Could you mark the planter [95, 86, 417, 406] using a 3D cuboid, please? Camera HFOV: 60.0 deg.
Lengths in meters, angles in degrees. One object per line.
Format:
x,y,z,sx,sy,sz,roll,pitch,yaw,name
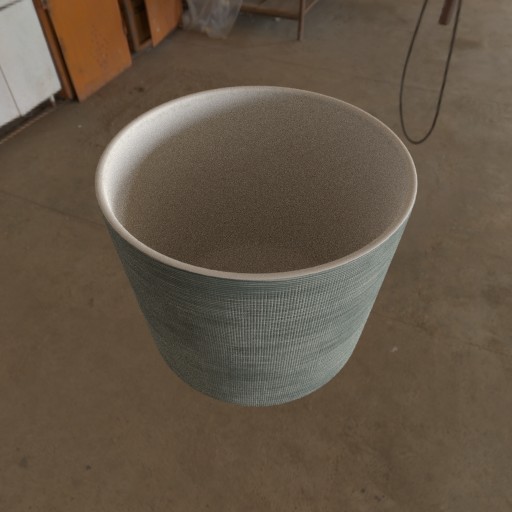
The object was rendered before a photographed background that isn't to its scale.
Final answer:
0.000,0.000,0.766,0.440,0.398,0.440,0,47,0,planter
